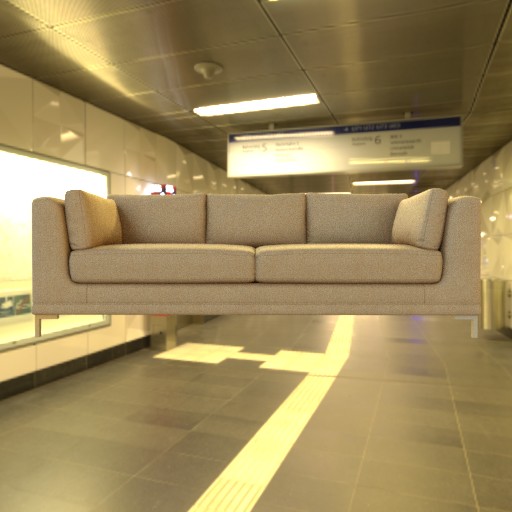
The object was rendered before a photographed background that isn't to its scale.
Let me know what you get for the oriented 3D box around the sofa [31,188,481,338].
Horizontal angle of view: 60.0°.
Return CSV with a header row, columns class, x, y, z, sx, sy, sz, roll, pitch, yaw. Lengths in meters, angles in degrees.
class,x,y,z,sx,sy,sz,roll,pitch,yaw
sofa,0.000,0.000,2.831,2.415,0.867,0.969,0,1,1
